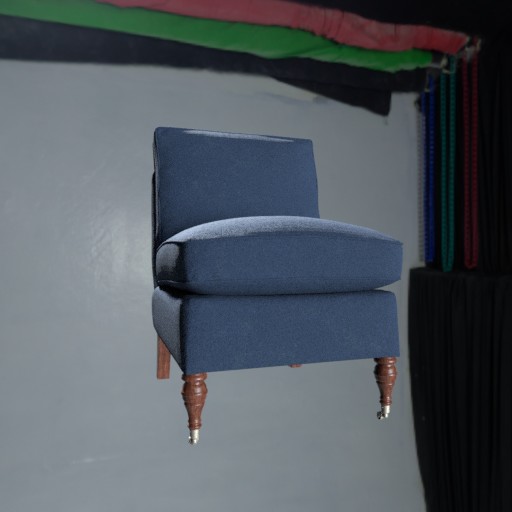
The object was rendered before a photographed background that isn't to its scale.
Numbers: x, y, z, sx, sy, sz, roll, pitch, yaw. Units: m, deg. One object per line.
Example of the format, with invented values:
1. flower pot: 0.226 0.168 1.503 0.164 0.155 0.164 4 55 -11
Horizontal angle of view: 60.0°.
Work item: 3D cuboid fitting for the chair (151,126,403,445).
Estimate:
1. chair: 0.000 0.000 1.673 0.724 1.052 0.912 0 0 -18
